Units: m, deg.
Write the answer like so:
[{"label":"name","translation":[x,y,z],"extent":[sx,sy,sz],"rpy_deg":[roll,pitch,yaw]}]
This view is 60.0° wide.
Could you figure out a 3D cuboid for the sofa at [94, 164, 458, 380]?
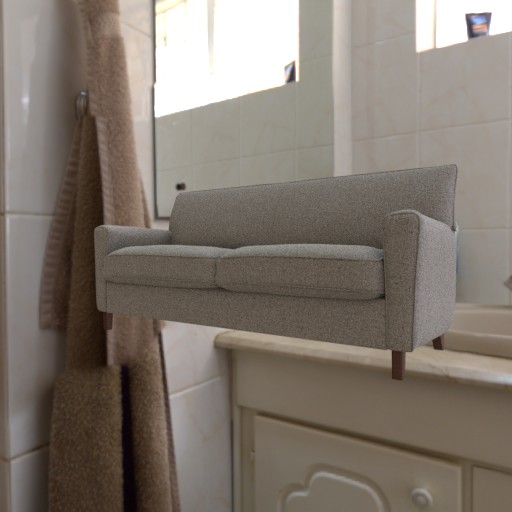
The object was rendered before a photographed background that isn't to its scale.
[{"label":"sofa","translation":[0.000,0.000,2.530],"extent":[2.026,0.942,0.854],"rpy_deg":[1,1,36]}]
